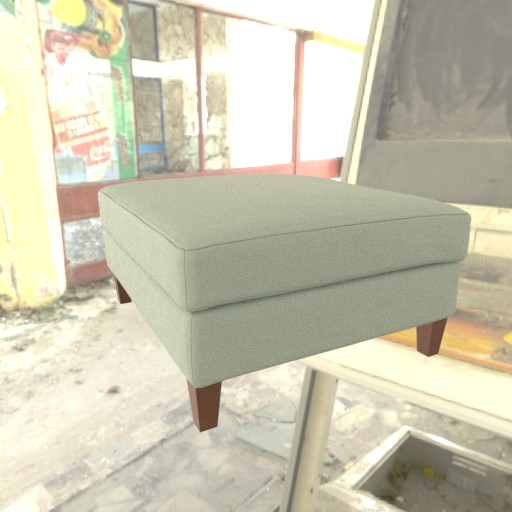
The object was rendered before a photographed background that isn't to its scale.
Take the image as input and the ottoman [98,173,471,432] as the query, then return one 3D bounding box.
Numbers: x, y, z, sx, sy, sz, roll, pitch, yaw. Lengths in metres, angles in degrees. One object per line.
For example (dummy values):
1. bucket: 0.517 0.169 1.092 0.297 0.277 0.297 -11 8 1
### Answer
1. ottoman: 0.000 0.000 1.478 0.842 0.494 0.991 -8 18 -27
